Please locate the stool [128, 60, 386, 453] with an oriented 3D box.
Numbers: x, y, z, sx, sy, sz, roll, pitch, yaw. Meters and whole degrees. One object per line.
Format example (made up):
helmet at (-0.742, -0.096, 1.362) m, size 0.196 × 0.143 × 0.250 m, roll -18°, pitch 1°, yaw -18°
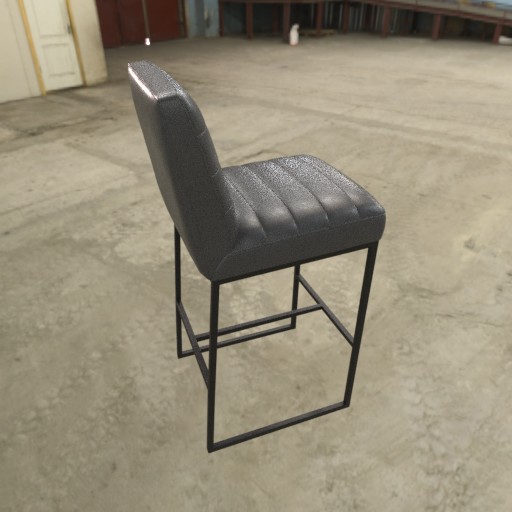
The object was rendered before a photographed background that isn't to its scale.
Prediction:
stool at (0.000, 0.000, 1.303) m, size 0.552 × 1.040 × 0.457 m, roll -11°, pitch 33°, yaw -18°
